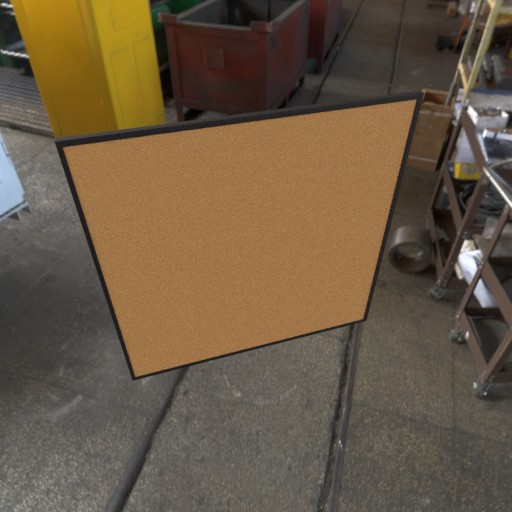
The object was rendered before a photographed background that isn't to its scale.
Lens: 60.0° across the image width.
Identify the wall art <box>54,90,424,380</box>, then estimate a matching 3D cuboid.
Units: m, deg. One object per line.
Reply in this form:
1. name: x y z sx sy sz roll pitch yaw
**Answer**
1. wall art: 0.000 0.000 0.991 0.664 0.663 0.015 -12 43 -13
